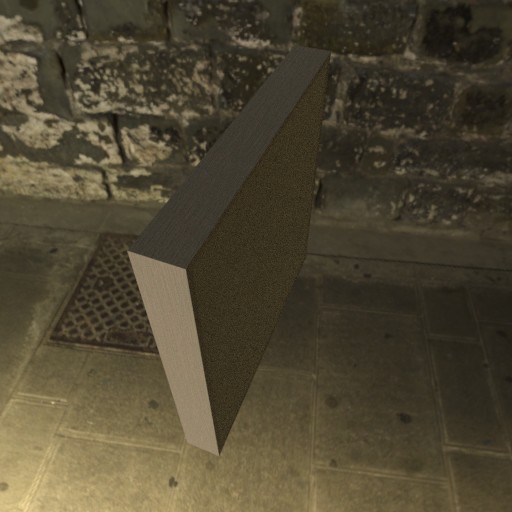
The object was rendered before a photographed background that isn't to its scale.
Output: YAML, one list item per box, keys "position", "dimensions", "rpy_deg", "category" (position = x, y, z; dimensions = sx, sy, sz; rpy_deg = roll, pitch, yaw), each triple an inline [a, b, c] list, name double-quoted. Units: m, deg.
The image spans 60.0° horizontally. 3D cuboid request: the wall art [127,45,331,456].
- position: [0.000, 0.000, 0.457]
  dimensions: [0.038, 0.303, 0.304]
  rpy_deg: [16, 50, 14]
  category: "wall art"
